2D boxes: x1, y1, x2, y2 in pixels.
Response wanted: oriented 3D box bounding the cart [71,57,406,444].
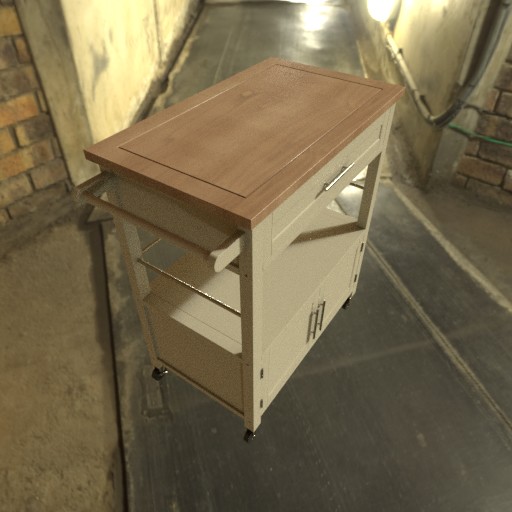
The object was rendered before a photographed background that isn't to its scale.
[{"bbox_3d":[0.000,0.000,1.396,0.459,0.901,0.840,25,47,25],"label":"cart"}]
